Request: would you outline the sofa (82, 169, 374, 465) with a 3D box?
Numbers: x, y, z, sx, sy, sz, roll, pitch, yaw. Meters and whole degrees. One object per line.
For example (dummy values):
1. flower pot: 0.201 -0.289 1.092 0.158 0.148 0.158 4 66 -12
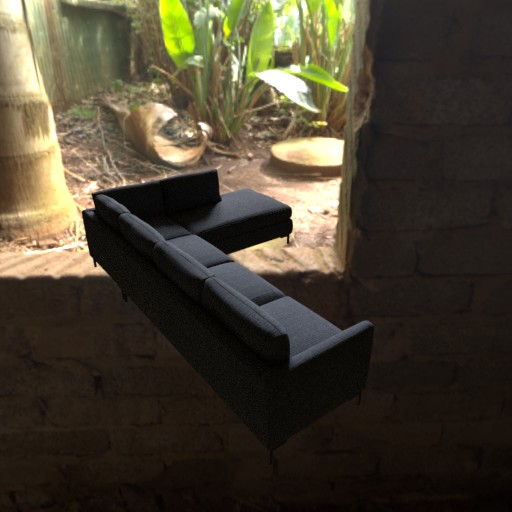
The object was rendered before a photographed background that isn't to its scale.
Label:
1. sofa: 0.000 0.000 3.803 2.007 0.815 2.949 -19 32 -32
